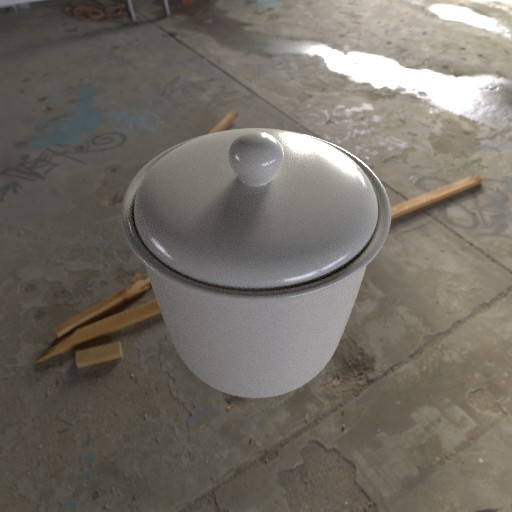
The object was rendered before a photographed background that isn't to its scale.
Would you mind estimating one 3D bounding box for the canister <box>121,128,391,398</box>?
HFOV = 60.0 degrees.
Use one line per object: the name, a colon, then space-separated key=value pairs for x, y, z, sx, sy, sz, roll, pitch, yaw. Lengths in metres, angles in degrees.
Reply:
canister: x=0.000 y=0.000 z=0.346 sx=0.182 sy=0.208 sz=0.182 roll=0 pitch=45 yaw=0
